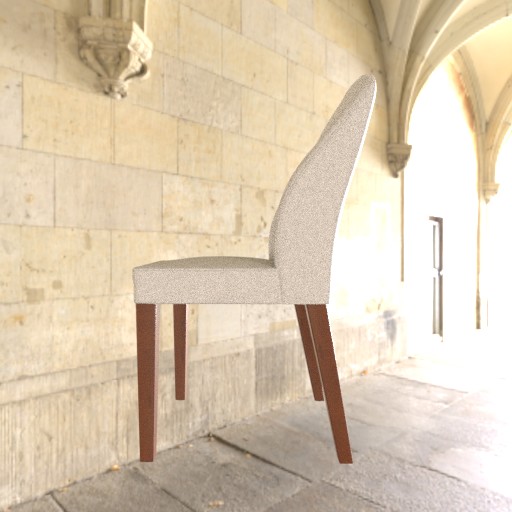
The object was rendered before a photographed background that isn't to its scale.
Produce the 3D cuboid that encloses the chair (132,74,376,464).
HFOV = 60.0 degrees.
[{"bbox_3d":[0.000,0.000,1.166,0.540,0.893,0.472,0,0,0],"label":"chair"}]
